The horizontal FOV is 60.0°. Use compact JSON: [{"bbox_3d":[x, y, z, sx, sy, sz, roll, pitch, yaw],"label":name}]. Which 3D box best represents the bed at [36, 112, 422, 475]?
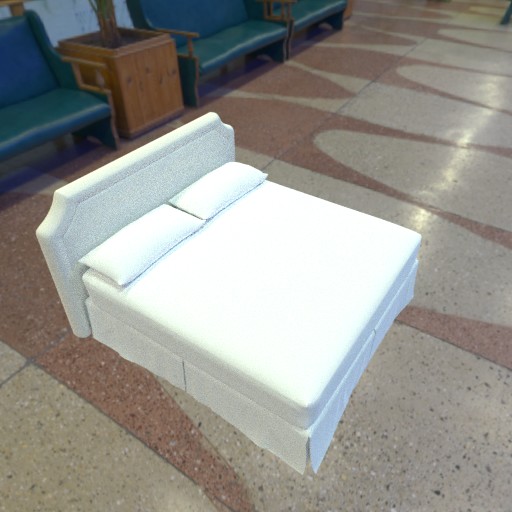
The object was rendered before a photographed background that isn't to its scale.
[{"bbox_3d":[0.000,0.000,3.484,2.204,1.301,2.160,23,45,26],"label":"bed"}]
